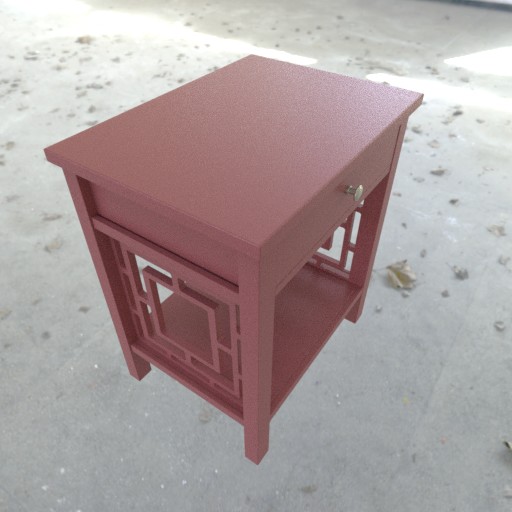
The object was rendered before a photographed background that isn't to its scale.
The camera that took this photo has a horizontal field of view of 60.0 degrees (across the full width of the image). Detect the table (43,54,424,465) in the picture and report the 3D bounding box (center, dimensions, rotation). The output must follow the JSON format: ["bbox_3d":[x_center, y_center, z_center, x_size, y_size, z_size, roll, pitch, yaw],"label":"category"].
[{"bbox_3d":[0.000,0.000,1.055,0.451,0.686,0.599,25,47,25],"label":"table"}]
